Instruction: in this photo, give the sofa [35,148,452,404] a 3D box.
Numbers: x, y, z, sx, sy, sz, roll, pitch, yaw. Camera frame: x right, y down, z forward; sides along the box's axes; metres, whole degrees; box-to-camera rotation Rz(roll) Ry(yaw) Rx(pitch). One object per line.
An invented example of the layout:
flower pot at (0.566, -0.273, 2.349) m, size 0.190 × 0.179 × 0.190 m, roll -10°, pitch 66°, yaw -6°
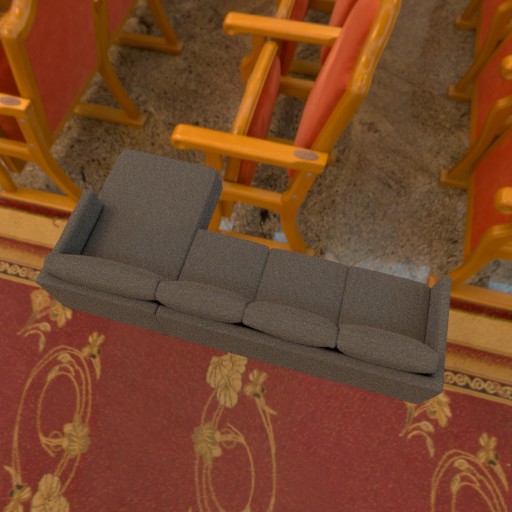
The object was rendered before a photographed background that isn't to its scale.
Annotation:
sofa at (0.000, 0.000, 3.859) m, size 3.186 × 0.846 × 1.625 m, roll 14°, pitch 64°, yaw 7°
